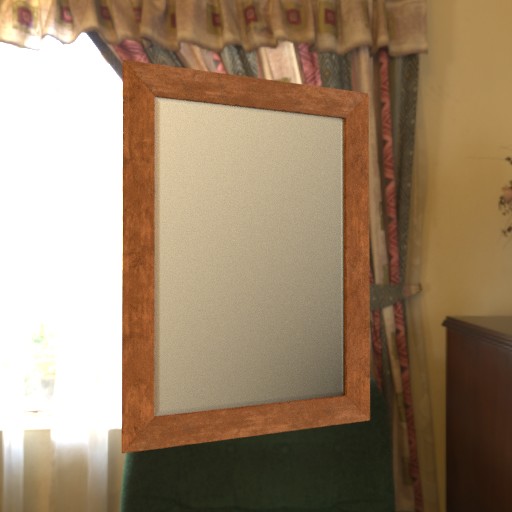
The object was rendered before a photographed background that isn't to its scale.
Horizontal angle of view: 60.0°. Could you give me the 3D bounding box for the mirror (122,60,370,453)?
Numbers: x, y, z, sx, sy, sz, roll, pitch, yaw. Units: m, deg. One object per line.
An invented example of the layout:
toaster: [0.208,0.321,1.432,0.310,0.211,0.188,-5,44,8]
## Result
mirror: [0.000,0.000,1.373,0.796,1.099,0.028,0,-1,-19]
